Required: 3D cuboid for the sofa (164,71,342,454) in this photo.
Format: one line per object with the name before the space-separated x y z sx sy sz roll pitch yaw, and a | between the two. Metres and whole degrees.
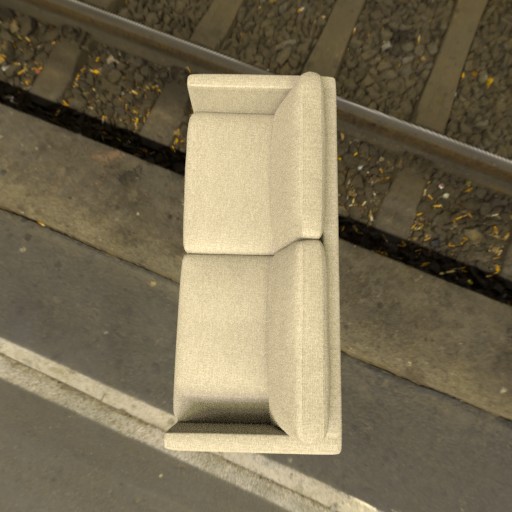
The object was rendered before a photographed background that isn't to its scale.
sofa | 0.000 0.000 2.776 0.956 0.960 2.208 1 78 0
